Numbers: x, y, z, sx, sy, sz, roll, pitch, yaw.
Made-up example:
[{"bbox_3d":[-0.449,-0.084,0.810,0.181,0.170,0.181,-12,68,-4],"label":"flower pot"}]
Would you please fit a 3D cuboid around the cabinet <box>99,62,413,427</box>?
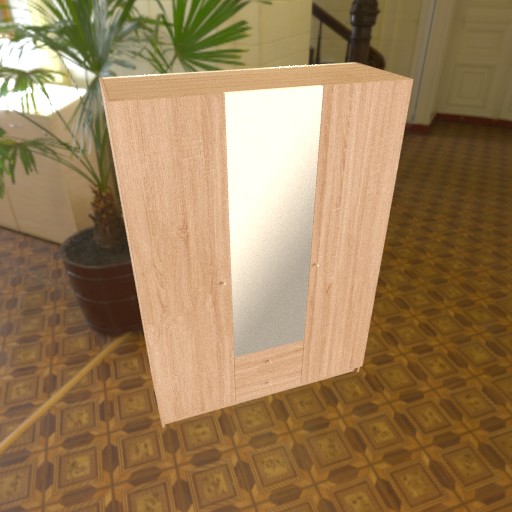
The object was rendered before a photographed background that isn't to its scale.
[{"bbox_3d":[0.000,0.000,2.811,1.500,2.120,0.590,-11,34,-16],"label":"cabinet"}]
